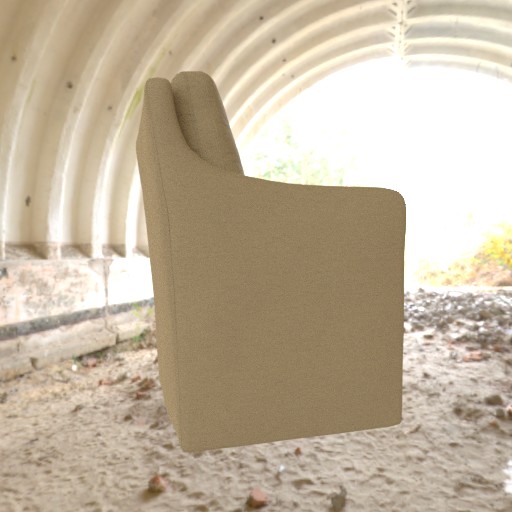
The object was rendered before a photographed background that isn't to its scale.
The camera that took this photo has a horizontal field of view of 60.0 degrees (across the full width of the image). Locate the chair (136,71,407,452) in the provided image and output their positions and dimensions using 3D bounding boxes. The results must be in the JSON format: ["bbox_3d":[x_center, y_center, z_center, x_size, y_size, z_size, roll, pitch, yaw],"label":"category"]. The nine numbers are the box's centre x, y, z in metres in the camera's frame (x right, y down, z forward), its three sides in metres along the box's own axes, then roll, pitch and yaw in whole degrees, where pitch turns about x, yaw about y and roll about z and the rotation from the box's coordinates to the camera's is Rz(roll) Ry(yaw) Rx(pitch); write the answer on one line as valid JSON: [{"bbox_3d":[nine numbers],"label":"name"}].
[{"bbox_3d":[0.000,0.000,1.363,0.694,0.914,0.626,0,0,-17],"label":"chair"}]
